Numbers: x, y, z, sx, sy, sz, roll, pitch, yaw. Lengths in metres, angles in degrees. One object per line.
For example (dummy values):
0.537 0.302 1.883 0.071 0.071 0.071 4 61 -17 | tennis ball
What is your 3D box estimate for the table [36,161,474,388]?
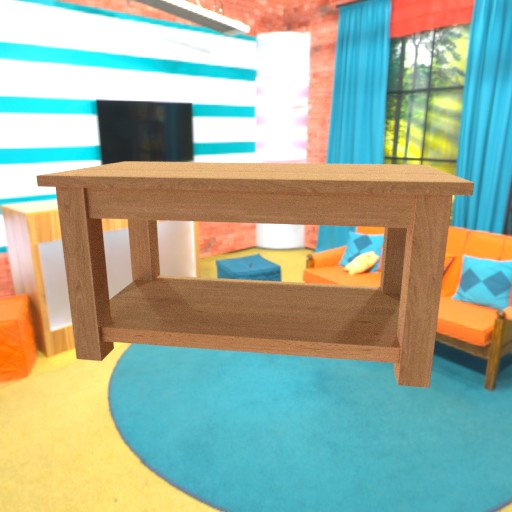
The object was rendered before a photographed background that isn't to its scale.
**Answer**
0.000 0.000 1.173 0.899 0.452 0.450 2 16 8 | table
